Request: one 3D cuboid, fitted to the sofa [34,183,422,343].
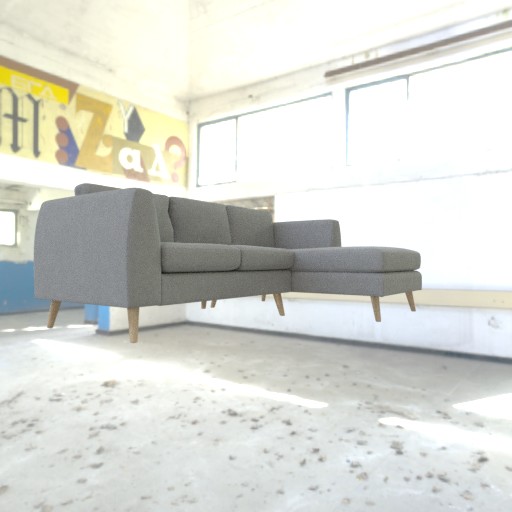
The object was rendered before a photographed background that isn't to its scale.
[{"bbox_3d":[0.000,0.000,3.059,1.580,0.860,2.300,0,-1,37],"label":"sofa"}]
